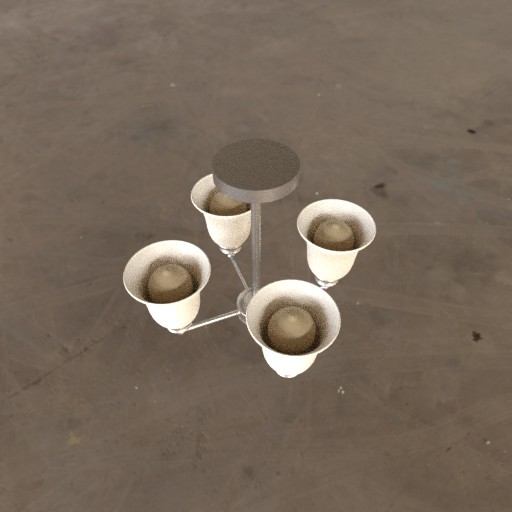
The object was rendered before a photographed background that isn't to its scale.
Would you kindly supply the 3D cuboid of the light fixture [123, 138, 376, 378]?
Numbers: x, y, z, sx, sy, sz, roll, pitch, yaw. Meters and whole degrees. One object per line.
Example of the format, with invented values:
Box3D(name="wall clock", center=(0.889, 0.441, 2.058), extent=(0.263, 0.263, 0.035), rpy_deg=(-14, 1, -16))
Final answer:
Box3D(name="light fixture", center=(0.000, 0.000, 0.737), extent=(0.427, 0.370, 0.427), rpy_deg=(-16, 49, -14))
